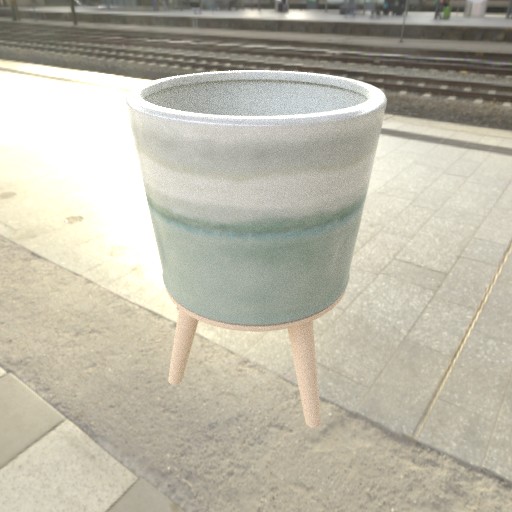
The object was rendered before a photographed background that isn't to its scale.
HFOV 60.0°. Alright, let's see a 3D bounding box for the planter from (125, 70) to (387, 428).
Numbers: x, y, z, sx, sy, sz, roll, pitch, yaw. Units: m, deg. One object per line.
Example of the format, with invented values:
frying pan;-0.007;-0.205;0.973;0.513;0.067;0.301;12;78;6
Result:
planter;0.000;0.000;0.563;0.265;0.404;0.265;19;36;29
